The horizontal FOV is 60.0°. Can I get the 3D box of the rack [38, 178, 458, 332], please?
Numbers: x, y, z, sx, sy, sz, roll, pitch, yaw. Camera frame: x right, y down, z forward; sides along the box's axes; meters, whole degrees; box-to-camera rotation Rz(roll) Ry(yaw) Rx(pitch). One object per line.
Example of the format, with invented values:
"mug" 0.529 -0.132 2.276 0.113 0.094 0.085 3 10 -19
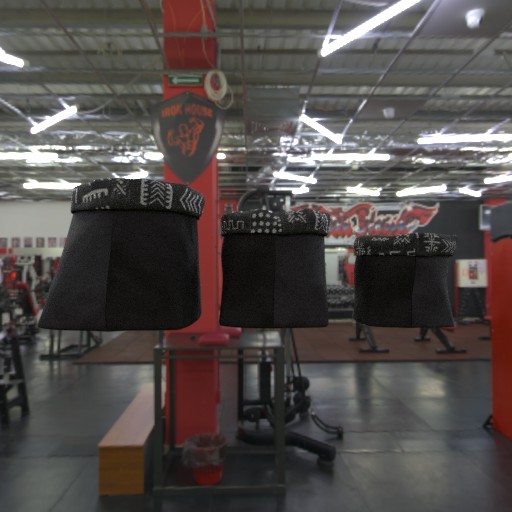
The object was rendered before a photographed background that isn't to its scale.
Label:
"rack" 0.000 0.000 1.074 0.905 0.323 0.379 0 -1 1
